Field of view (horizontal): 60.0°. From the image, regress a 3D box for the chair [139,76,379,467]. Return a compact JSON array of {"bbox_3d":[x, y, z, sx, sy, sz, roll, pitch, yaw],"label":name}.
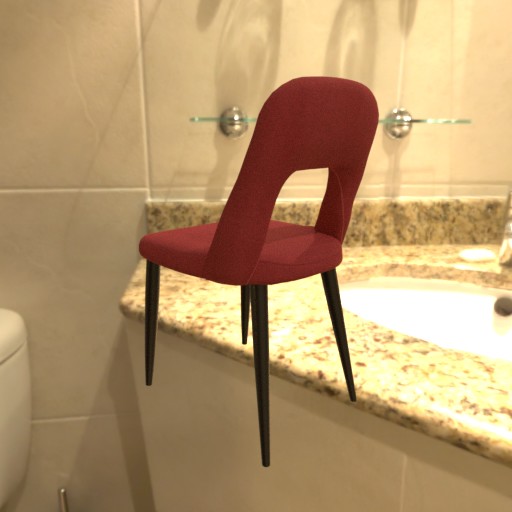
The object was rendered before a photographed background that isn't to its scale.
[{"bbox_3d":[0.000,0.000,1.248,0.483,0.892,0.569,-14,21,-42],"label":"chair"}]
